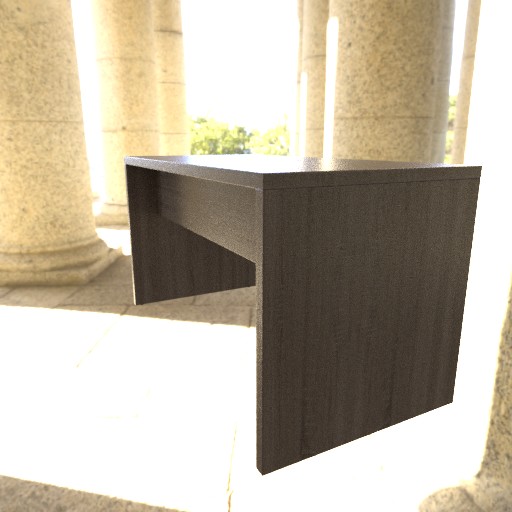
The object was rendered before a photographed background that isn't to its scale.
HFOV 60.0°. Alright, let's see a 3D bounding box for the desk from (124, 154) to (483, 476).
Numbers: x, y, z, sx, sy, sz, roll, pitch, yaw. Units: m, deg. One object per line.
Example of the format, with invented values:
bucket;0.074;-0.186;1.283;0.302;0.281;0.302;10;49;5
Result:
desk;0.000;0.000;1.752;0.690;0.745;1.380;-7;16;-27
